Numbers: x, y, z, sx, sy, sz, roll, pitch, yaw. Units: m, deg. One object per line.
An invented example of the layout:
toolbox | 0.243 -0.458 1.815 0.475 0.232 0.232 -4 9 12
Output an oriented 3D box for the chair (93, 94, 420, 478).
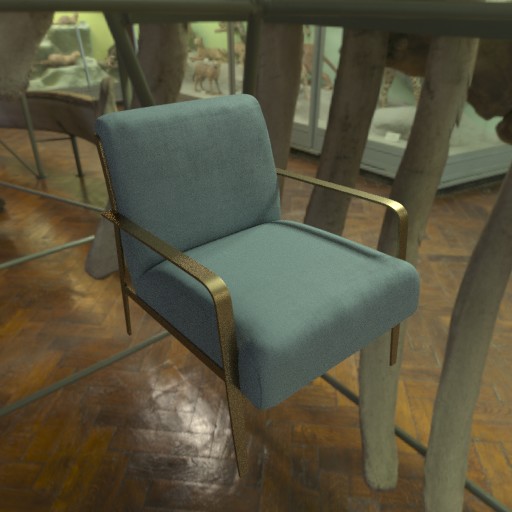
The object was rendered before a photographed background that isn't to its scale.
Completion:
chair | 0.000 0.000 1.413 0.701 0.824 0.842 -22 37 -33
